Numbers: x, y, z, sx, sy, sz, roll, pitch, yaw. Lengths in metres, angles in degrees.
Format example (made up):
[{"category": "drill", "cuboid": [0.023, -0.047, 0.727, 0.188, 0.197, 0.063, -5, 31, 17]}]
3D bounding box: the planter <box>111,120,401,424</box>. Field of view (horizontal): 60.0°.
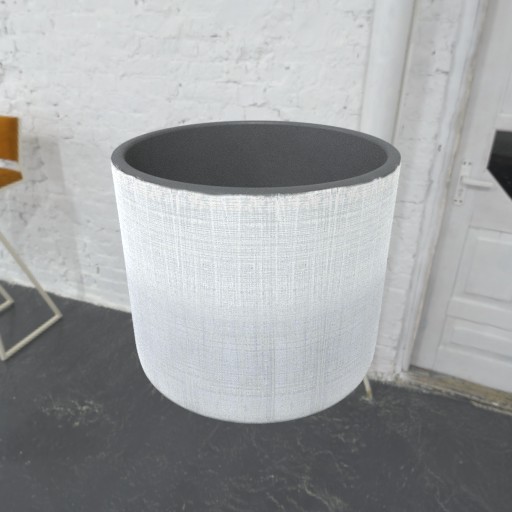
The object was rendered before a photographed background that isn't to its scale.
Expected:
[{"category": "planter", "cuboid": [0.000, 0.000, 0.444, 0.254, 0.221, 0.254, 0, 27, 0]}]
